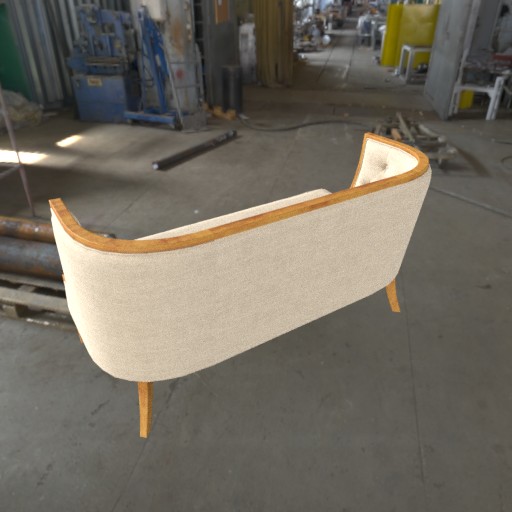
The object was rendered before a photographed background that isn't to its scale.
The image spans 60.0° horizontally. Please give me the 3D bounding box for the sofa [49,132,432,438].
[{"bbox_3d":[0.000,0.000,1.885,1.474,0.775,0.770,-19,36,-28],"label":"sofa"}]
